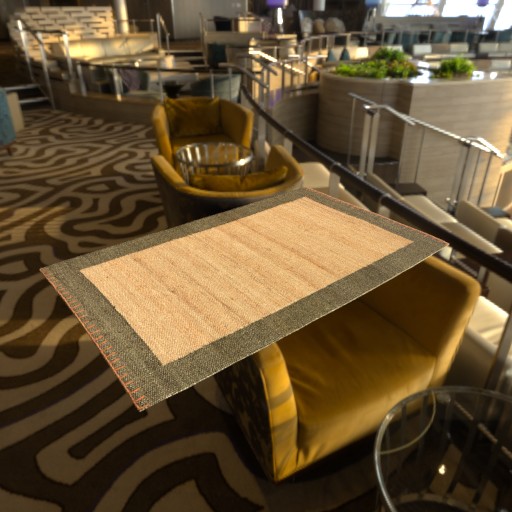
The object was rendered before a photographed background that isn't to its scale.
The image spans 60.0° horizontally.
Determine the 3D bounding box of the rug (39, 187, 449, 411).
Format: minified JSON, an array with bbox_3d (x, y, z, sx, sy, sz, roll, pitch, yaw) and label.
[{"bbox_3d":[0.000,0.000,3.035,2.435,0.006,1.521,-21,36,-33],"label":"rug"}]
